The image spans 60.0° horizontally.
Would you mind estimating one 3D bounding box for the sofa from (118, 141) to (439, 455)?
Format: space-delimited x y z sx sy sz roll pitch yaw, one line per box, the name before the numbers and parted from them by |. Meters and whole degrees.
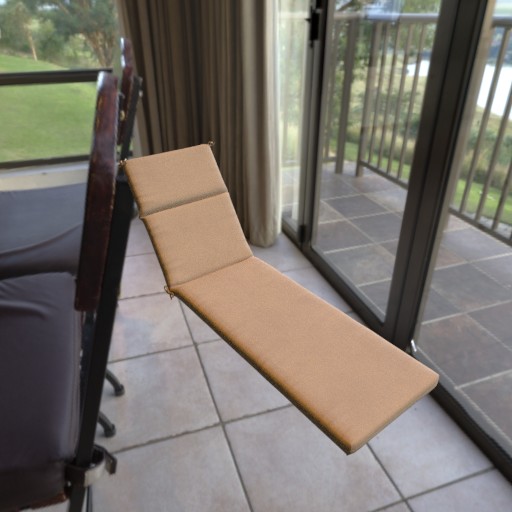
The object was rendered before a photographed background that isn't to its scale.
sofa | 0.000 0.000 2.009 0.582 0.622 1.663 -21 36 -32
